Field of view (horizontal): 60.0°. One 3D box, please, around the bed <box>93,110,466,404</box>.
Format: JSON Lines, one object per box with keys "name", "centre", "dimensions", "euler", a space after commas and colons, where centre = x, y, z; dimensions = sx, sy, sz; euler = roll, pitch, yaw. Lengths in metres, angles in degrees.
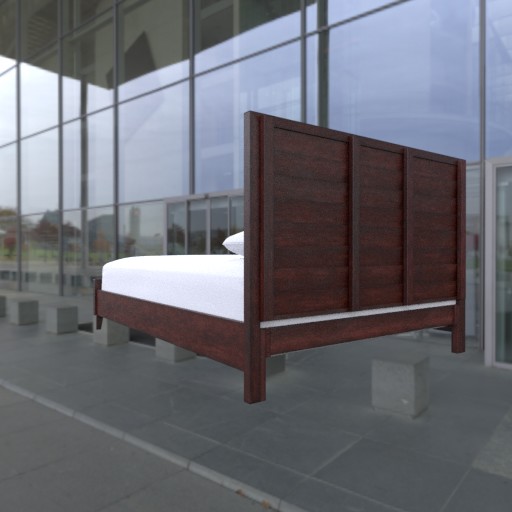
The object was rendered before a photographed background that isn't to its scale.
{"name": "bed", "centre": [0.000, 0.000, 3.940], "dimensions": [2.040, 1.492, 2.803], "euler": [0, 0, -36]}
